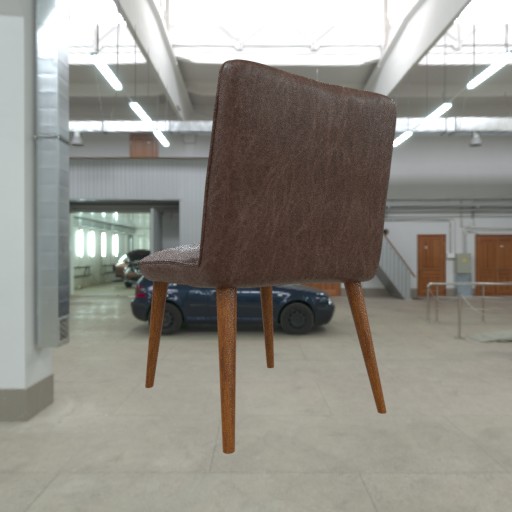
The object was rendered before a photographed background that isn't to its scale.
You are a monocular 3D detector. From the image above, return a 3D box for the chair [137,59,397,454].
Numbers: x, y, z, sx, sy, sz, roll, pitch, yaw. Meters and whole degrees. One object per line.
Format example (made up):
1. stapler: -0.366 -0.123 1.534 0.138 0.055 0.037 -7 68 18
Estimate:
1. chair: 0.000 0.000 1.242 0.543 0.803 0.645 0 0 -35
